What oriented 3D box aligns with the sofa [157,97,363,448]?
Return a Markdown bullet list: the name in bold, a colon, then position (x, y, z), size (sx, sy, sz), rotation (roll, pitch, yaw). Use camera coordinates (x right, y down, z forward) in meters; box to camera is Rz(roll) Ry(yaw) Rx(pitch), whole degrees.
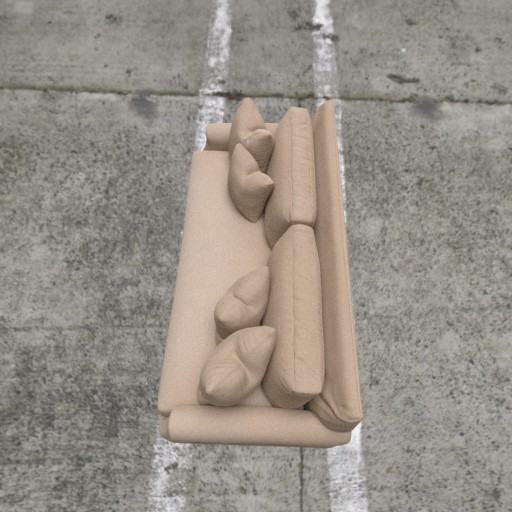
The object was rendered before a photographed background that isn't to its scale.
- **sofa**: position (0.000, 0.000, 2.875), size (1.067, 0.904, 2.285), rotation (1, 59, 1)
